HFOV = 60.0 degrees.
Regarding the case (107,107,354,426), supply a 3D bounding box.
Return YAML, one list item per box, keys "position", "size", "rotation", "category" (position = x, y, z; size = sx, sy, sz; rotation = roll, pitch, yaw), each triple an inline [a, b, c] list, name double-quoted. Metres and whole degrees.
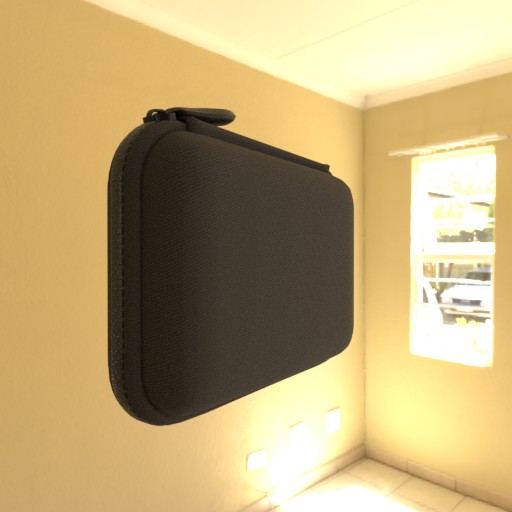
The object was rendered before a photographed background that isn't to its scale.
- position: [0.000, 0.000, 0.177]
  size: [0.038, 0.105, 0.132]
  rotation: [0, 1, 37]
  category: "case"
